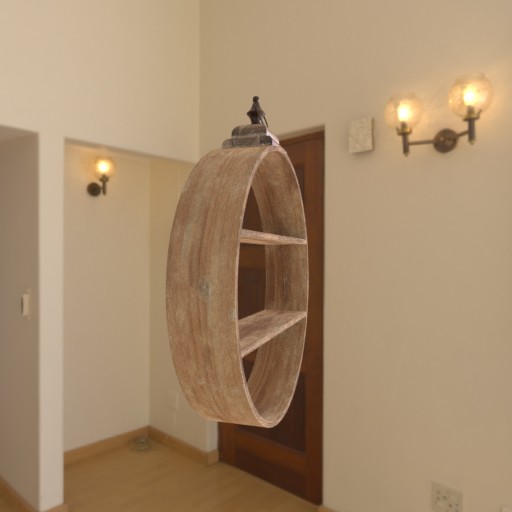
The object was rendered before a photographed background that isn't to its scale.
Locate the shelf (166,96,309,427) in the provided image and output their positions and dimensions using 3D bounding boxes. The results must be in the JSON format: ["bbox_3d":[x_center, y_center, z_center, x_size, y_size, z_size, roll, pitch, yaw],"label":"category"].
[{"bbox_3d":[0.000,0.000,1.007,0.125,0.725,0.601,0,0,18],"label":"shelf"}]
